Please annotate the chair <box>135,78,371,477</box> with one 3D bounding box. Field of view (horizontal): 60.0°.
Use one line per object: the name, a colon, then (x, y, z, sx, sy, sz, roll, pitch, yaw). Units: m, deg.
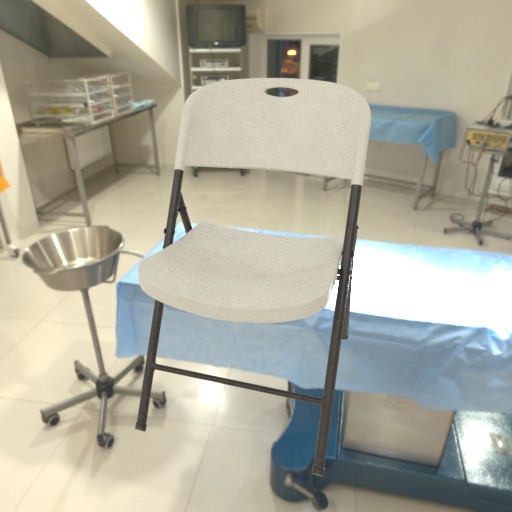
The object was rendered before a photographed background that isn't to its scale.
chair: (0.000, 0.000, 1.143, 0.494, 0.810, 0.566, 8, 28, 15)
